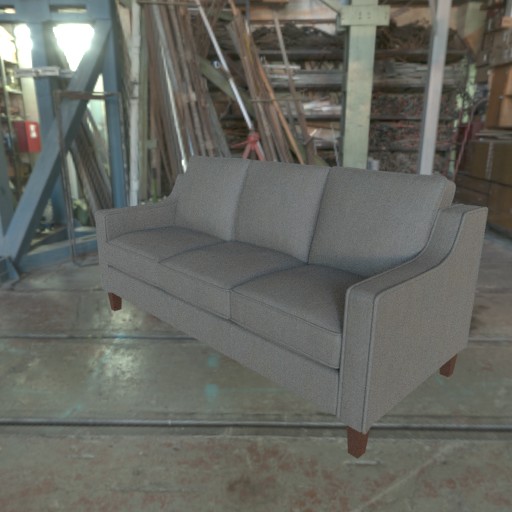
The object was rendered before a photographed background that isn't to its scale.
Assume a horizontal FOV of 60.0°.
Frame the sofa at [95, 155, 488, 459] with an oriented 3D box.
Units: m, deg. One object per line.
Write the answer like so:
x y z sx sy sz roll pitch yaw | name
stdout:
0.000 0.000 2.405 0.911 0.974 1.986 -16 23 -42 | sofa
